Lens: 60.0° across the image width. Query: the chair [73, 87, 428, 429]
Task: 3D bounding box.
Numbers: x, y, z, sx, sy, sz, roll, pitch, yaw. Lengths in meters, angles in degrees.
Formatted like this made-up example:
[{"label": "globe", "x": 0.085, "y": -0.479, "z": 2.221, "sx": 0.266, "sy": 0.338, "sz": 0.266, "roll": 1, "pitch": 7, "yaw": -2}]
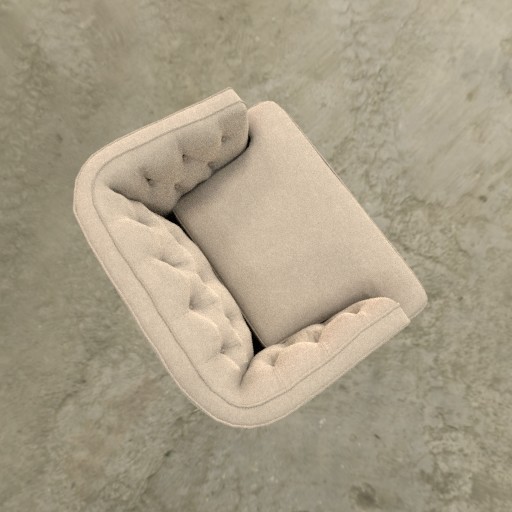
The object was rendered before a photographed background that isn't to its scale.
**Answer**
[{"label": "chair", "x": 0.000, "y": 0.000, "z": 1.783, "sx": 0.941, "sy": 0.852, "sz": 1.104, "roll": -34, "pitch": 79, "yaw": -8}]
